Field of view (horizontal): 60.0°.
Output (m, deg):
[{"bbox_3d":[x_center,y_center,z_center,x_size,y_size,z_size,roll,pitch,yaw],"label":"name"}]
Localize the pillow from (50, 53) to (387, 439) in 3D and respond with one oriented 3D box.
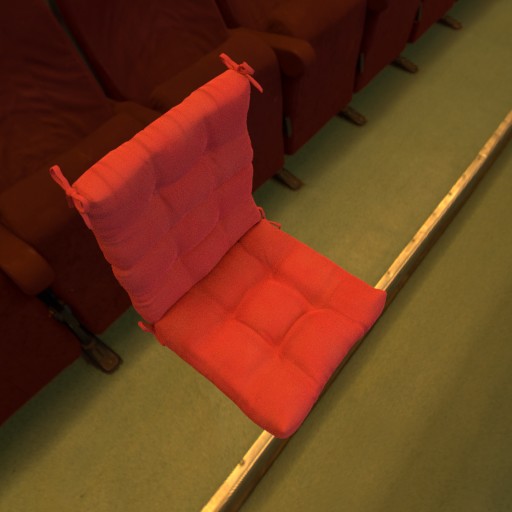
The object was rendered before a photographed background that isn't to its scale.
[{"bbox_3d":[0.000,0.000,1.026,0.571,0.605,0.519,34,63,20],"label":"pillow"}]
